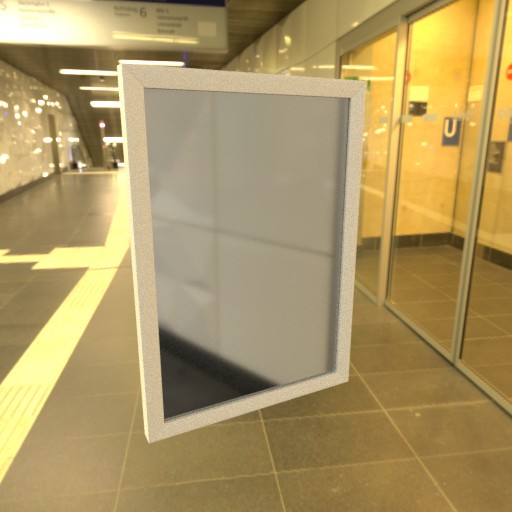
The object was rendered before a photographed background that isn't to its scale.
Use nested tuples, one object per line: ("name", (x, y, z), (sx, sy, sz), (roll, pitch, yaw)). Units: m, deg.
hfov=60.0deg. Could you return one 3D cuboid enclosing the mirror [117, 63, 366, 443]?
("mirror", (0.000, 0.000, 0.931), (0.507, 0.710, 0.040), (-8, 17, -27))
